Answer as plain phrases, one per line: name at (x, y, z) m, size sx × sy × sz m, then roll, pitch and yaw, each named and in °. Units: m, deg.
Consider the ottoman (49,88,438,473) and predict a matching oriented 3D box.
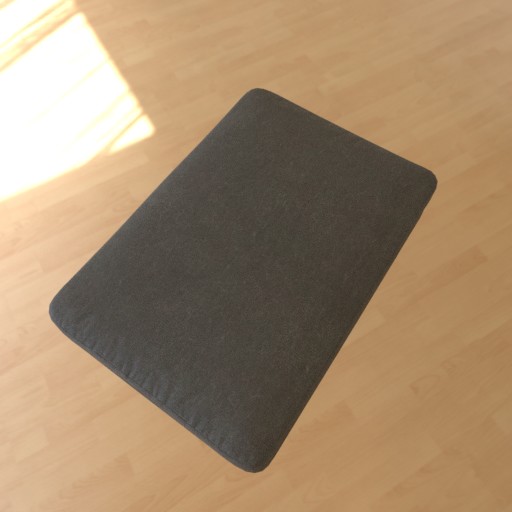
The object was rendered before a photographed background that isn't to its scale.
ottoman at (0.000, 0.000, 1.595) m, size 0.840 × 0.429 × 1.199 m, roll 32°, pitch 68°, yaw 14°
